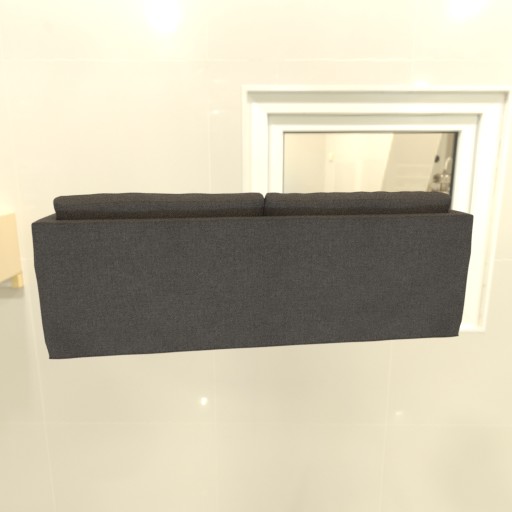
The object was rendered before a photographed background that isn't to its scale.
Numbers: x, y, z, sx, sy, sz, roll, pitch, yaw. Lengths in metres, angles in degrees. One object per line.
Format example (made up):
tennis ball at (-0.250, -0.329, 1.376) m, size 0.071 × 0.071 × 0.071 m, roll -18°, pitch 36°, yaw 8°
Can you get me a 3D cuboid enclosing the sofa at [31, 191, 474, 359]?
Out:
sofa at (0.000, 0.000, 3.268) m, size 2.779 × 0.998 × 1.036 m, roll -2°, pitch 13°, yaw -7°
